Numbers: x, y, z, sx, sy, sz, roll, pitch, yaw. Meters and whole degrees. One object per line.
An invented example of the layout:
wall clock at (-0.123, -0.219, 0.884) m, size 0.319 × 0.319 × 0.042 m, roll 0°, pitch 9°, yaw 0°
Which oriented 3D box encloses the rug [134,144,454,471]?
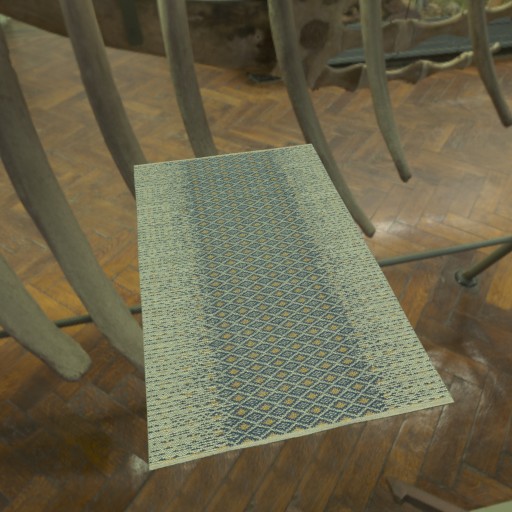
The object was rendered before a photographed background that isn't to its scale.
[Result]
rug at (0.000, 0.000, 2.970) m, size 1.541 × 0.008 × 2.448 m, roll -9°, pitch 47°, yaw -8°
